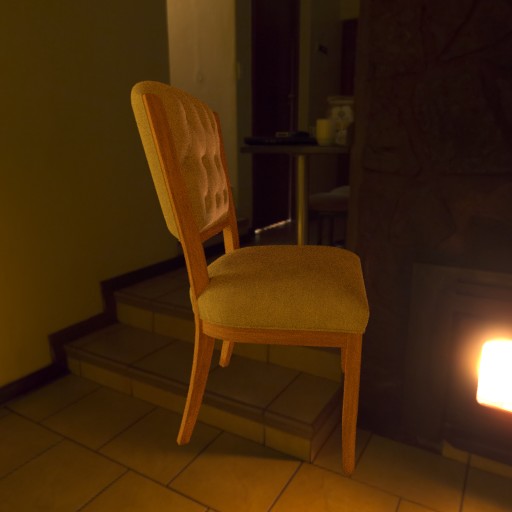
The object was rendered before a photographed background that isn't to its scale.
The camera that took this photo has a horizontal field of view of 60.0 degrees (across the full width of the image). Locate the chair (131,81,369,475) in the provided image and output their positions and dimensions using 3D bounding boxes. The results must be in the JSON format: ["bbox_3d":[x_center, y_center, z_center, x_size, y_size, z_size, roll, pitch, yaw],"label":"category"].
[{"bbox_3d":[0.000,0.000,1.222,0.584,0.905,0.513,2,14,10],"label":"chair"}]
